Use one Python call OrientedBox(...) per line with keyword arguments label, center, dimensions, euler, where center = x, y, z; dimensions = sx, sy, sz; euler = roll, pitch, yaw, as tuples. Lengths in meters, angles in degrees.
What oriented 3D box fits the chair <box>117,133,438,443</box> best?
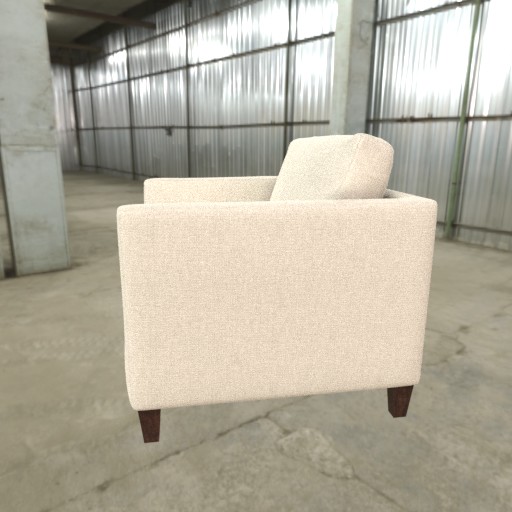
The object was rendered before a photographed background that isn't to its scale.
OrientedBox(label="chair", center=(0.000, 0.000, 1.743), dimensions=(0.959, 0.919, 0.996), euler=(-2, 15, -9))
